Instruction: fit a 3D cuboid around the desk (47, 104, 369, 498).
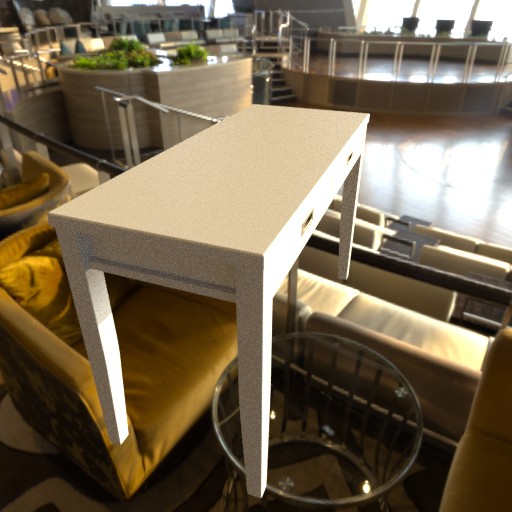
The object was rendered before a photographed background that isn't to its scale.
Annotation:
[{"bbox_3d":[0.000,0.000,1.573,0.508,0.775,1.220,11,32,18],"label":"desk"}]
